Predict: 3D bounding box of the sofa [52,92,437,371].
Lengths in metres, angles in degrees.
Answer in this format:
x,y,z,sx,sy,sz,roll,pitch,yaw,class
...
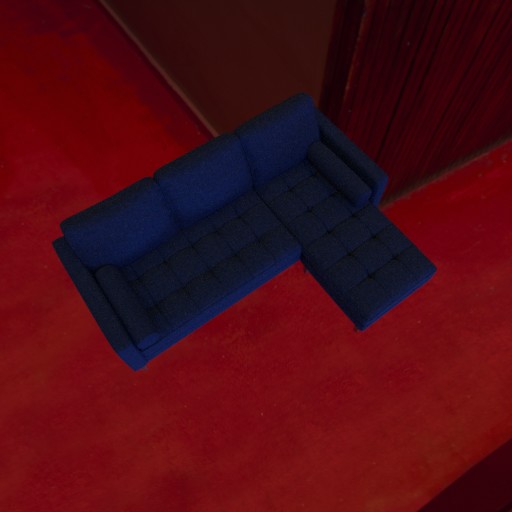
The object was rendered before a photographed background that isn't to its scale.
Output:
x,y,z,sx,sy,sz,roll,pitch,yaw,class
0.000,0.000,3.029,2.185,0.841,1.613,-33,68,-15,sofa
